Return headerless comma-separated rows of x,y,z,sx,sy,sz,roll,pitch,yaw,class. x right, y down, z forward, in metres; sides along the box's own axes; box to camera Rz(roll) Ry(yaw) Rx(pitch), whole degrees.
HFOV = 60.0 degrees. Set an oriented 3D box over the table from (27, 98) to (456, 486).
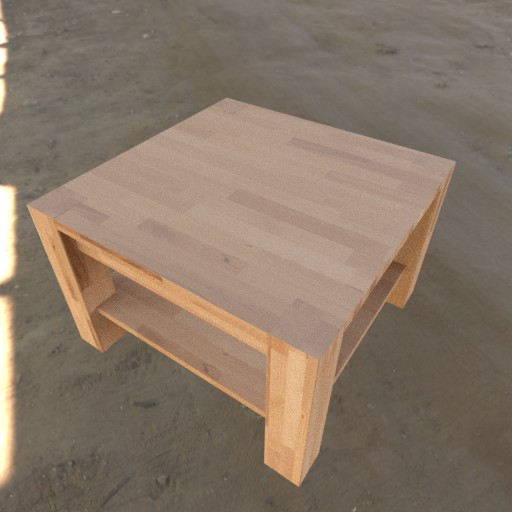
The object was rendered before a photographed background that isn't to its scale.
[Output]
0.000,0.000,1.156,0.700,0.451,0.700,24,47,25,table
